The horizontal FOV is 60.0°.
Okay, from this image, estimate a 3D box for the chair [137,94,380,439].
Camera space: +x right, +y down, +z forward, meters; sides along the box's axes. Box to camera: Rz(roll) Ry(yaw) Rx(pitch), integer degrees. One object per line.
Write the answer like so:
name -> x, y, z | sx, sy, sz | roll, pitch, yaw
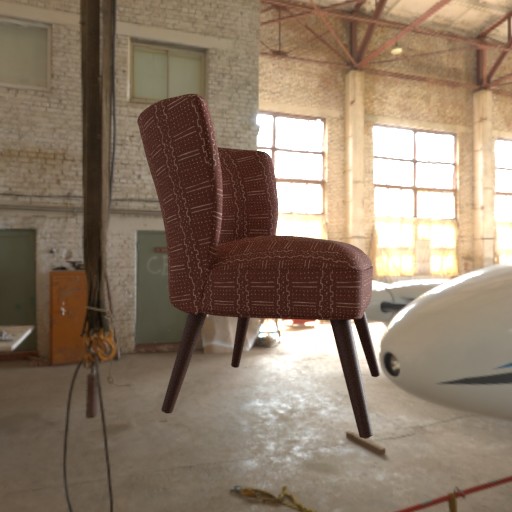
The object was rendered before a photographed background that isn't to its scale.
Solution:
chair -> 0.000, 0.000, 1.438 | 0.758, 0.866, 0.706 | 0, -1, 17
